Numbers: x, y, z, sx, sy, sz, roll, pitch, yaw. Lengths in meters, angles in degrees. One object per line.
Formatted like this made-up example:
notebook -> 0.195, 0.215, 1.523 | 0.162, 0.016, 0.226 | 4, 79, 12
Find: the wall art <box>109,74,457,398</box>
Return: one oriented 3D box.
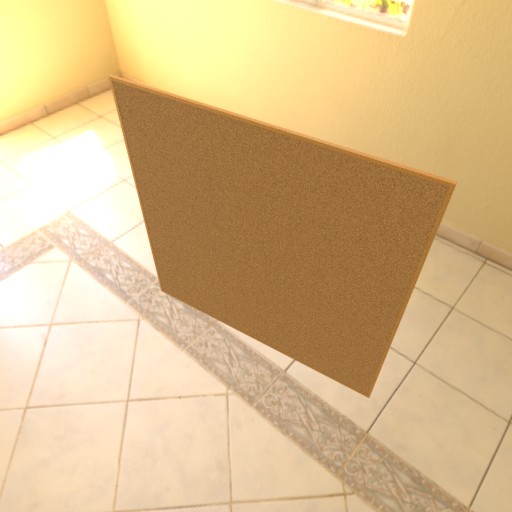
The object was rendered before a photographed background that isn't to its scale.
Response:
wall art -> 0.000, 0.000, 1.429 | 0.962, 0.959, 0.013 | 24, 51, 21
